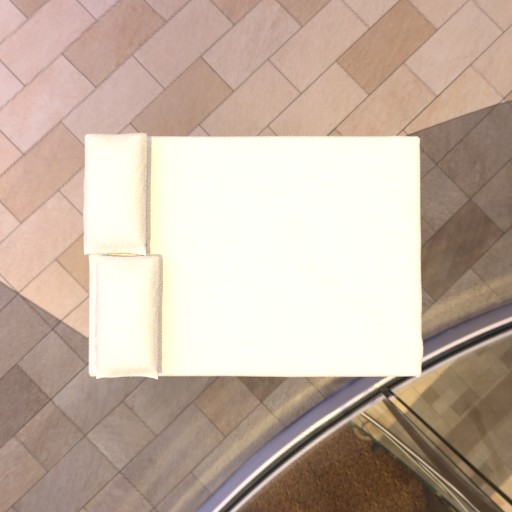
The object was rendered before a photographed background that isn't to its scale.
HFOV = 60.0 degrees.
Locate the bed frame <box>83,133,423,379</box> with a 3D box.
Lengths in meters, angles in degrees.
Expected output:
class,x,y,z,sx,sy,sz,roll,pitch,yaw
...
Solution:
class,x,y,z,sx,sy,sz,roll,pitch,yaw
bed frame,0.000,0.000,2.649,1.950,0.629,1.450,0,89,-1
